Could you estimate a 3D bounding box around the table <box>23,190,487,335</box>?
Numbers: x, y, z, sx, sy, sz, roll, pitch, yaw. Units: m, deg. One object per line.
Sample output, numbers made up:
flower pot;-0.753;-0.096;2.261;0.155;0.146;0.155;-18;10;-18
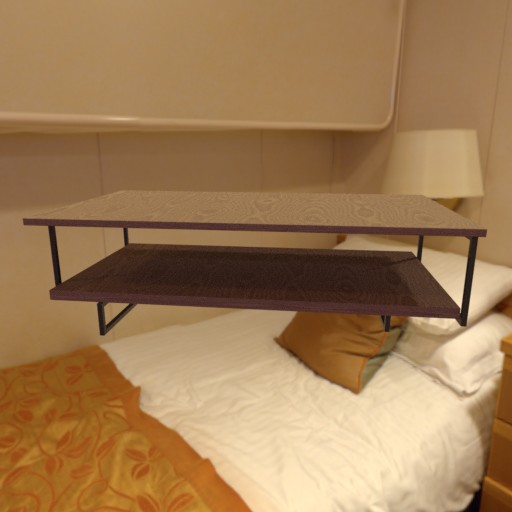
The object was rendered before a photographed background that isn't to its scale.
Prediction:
table;0.000;0.000;1.488;1.197;0.347;0.651;2;15;7
